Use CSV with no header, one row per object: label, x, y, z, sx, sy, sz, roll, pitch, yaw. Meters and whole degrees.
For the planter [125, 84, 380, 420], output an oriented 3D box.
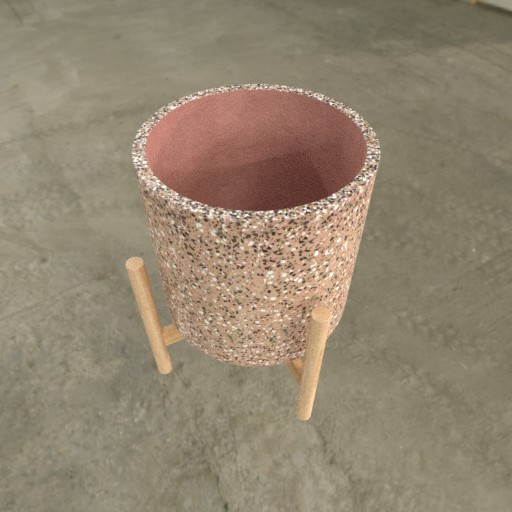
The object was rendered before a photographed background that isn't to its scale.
planter,0.000,0.000,0.701,0.360,0.419,0.360,-2,46,-2
